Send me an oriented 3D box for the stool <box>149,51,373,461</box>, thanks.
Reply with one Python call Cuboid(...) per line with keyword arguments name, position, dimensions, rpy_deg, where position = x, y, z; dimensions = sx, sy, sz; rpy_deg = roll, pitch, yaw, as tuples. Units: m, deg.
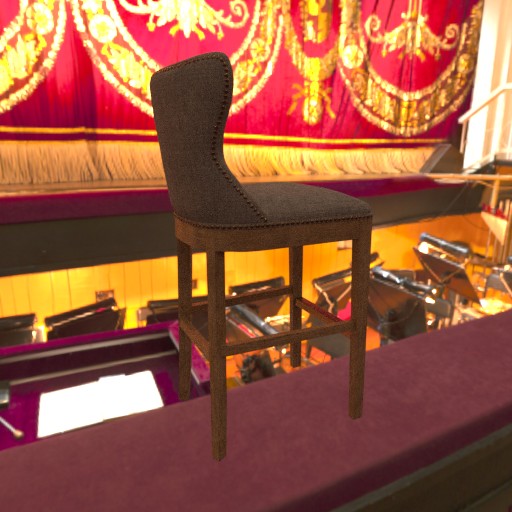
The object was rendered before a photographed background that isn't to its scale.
Cuboid(name="stool", position=(0.000, 0.000, 1.434), dimensions=(0.606, 1.123, 0.494), rpy_deg=(-7, 16, -25))
